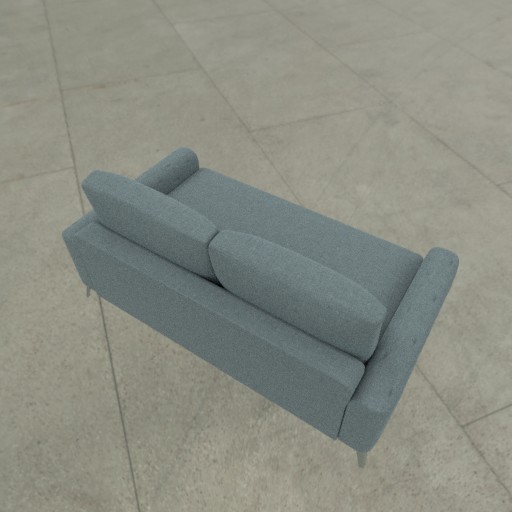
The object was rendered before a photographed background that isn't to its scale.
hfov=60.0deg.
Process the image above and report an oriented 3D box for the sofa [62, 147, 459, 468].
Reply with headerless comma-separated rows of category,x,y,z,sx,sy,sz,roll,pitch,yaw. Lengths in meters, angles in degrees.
sofa,0.000,0.000,2.091,1.650,0.790,0.920,25,51,22
